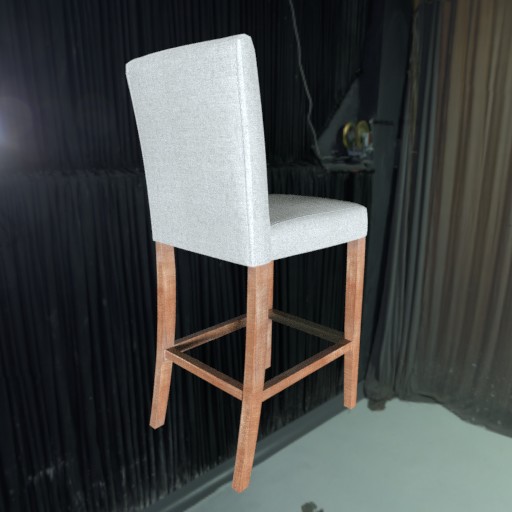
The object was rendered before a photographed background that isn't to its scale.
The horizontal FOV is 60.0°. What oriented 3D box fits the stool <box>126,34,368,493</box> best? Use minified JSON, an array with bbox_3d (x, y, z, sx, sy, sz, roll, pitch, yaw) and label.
[{"bbox_3d":[0.000,0.000,1.331,0.439,1.088,0.570,14,20,42],"label":"stool"}]
